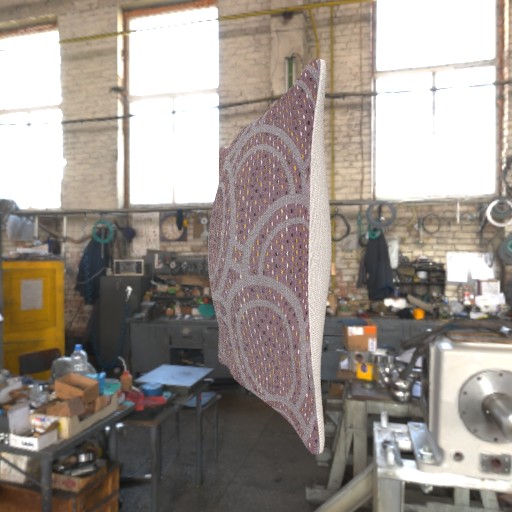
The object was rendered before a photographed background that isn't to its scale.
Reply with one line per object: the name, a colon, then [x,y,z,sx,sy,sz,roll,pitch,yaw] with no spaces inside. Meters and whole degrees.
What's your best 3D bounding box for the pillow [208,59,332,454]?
pillow: [0.000,0.000,0.811,0.163,0.513,0.514,0,1,-18]
